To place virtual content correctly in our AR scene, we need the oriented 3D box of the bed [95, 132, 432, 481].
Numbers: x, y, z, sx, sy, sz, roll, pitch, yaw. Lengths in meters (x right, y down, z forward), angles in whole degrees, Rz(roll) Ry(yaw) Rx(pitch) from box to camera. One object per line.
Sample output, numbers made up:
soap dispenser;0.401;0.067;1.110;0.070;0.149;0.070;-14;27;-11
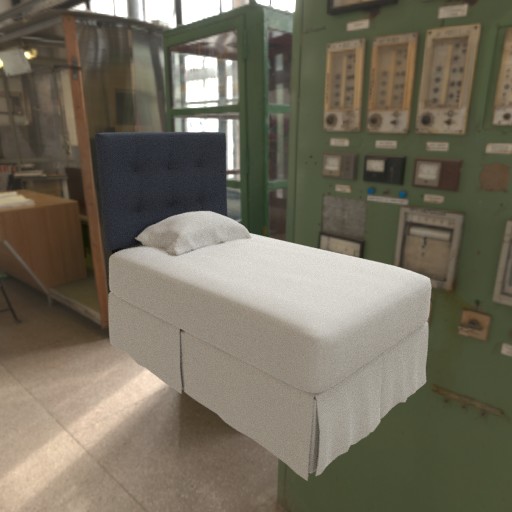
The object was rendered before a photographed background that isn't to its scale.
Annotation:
bed;0.000;0.000;2.934;1.997;1.571;1.261;15;22;42
